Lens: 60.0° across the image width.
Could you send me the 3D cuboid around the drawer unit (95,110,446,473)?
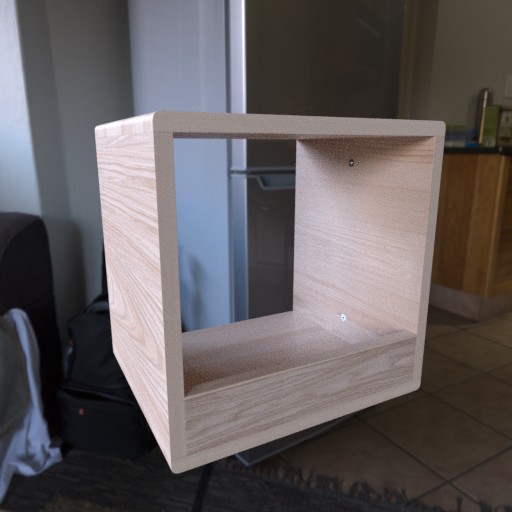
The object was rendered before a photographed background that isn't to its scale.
[{"bbox_3d":[0.000,0.000,0.599,0.344,0.344,0.290,-7,16,-27],"label":"drawer unit"}]
